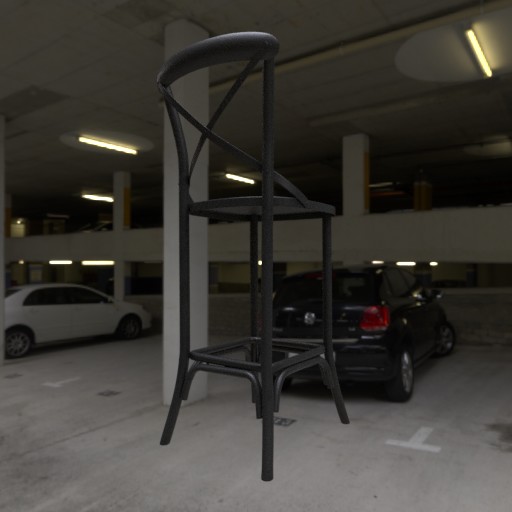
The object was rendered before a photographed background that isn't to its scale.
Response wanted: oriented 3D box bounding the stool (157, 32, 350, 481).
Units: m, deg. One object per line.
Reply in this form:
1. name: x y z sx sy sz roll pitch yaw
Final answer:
1. stool: 0.000 0.000 1.446 0.457 1.168 0.584 0 -1 35
